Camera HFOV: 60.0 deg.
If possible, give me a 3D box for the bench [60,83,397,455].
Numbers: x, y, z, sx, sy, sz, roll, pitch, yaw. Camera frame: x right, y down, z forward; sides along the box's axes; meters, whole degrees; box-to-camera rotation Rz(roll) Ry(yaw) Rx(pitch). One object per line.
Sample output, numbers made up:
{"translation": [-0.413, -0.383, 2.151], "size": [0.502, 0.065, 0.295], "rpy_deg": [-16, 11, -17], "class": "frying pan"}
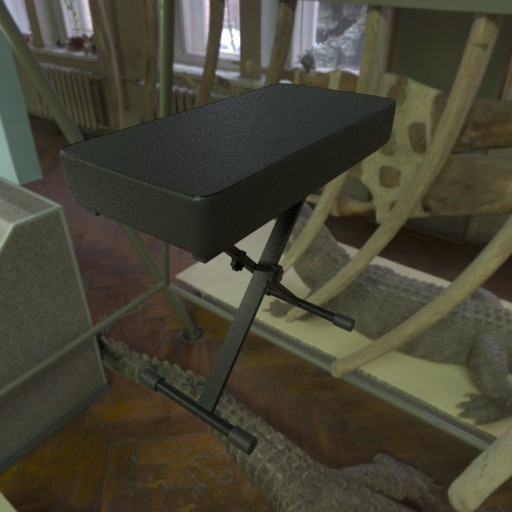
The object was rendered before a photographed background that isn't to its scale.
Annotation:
{"translation": [0.000, 0.000, 0.923], "size": [0.300, 0.561, 0.600], "rpy_deg": [22, 38, 30], "class": "bench"}
